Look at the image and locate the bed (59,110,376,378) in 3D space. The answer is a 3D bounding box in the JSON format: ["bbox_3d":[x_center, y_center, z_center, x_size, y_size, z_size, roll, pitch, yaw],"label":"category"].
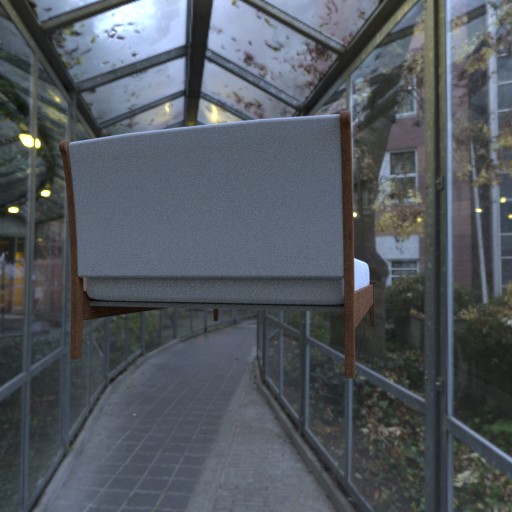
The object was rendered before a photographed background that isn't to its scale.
[{"bbox_3d":[0.000,0.000,3.021,1.502,1.135,2.108,-1,-2,17],"label":"bed"}]
